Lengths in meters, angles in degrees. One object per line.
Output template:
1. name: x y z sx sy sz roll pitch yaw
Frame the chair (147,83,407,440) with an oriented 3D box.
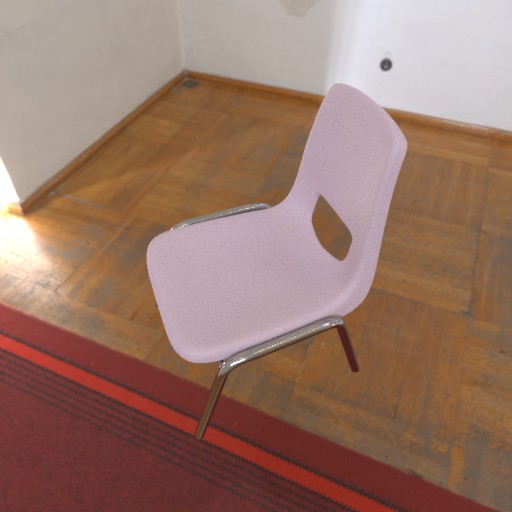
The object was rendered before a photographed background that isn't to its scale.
1. chair: 0.000 0.000 0.809 0.385 0.536 0.354 -16 49 -15
